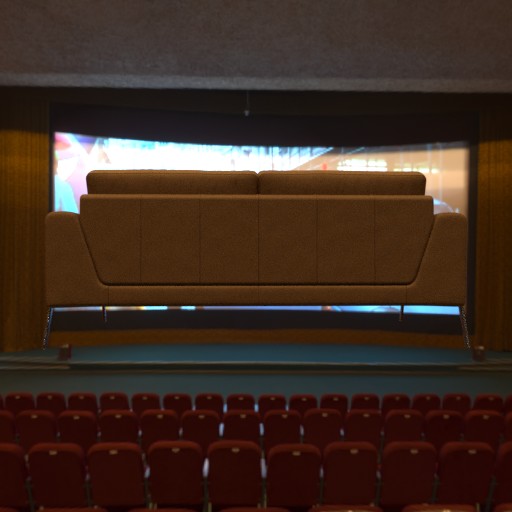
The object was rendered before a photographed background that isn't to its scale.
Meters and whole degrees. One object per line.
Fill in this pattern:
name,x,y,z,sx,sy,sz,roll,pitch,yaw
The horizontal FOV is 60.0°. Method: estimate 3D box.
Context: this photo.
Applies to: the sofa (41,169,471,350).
sofa,0.000,0.000,2.546,2.017,0.875,0.953,0,0,-2
